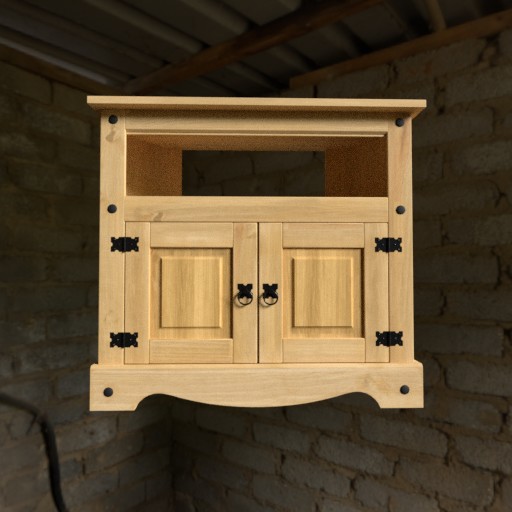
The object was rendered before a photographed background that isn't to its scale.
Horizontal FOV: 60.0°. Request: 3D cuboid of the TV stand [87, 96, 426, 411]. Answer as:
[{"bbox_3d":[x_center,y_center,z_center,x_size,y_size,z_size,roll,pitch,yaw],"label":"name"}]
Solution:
[{"bbox_3d":[0.000,0.000,1.312,0.851,0.781,0.425,0,-2,-2],"label":"TV stand"}]
